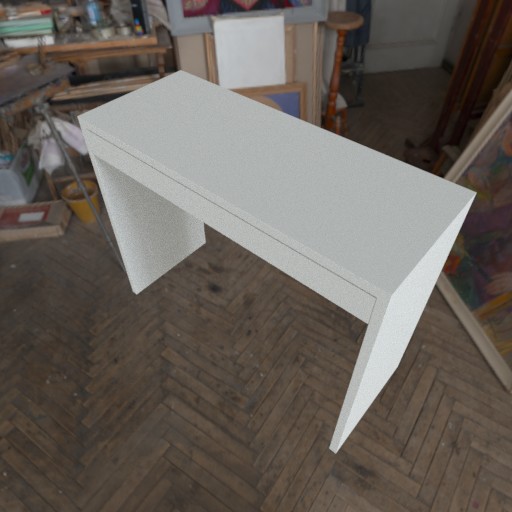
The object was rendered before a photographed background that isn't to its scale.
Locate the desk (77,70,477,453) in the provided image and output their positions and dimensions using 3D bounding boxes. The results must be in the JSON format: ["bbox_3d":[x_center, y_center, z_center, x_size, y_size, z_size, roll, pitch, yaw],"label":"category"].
[{"bbox_3d":[0.000,0.000,1.430,1.000,0.790,0.400,32,54,27],"label":"desk"}]
